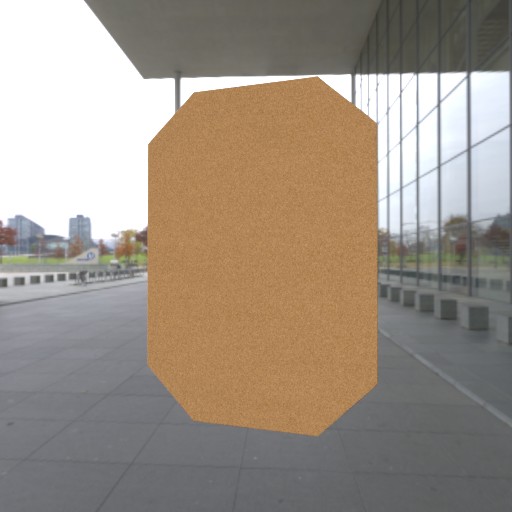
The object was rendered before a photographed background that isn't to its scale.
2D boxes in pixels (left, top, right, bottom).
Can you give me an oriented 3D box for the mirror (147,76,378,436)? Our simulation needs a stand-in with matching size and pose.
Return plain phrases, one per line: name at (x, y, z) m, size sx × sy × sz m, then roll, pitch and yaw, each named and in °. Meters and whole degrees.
mirror at (0.000, 0.000, 1.336) m, size 0.709 × 1.015 × 0.061 m, roll 0°, pitch 0°, yaw 18°
